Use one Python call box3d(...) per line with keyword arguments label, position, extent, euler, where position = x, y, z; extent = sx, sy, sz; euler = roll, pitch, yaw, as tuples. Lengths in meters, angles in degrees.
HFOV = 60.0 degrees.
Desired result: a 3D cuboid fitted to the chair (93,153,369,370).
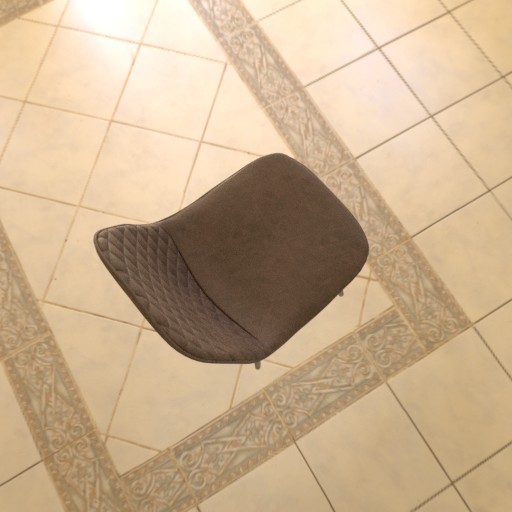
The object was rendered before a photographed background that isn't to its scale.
box3d(label="chair", position=(0.000, 0.000, 1.207), extent=(0.561, 0.889, 0.472), euler=(-39, 79, -9))
